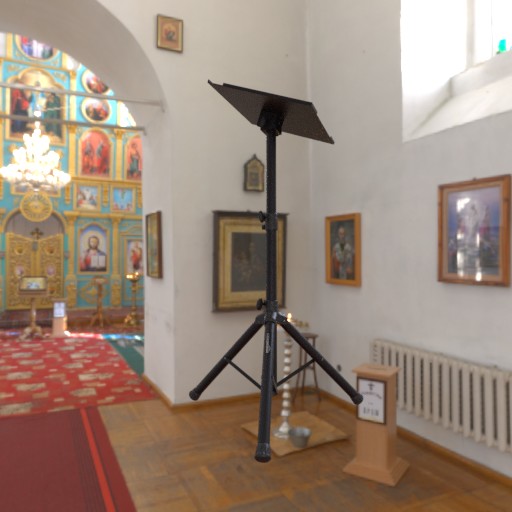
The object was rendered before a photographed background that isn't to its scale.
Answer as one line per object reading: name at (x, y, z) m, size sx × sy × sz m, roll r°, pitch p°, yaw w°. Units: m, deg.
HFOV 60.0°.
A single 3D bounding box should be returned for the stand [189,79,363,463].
stand at (0.000, 0.000, 1.626) m, size 0.702 × 1.198 × 0.702 m, roll -1°, pitch -2°, yaw 19°
